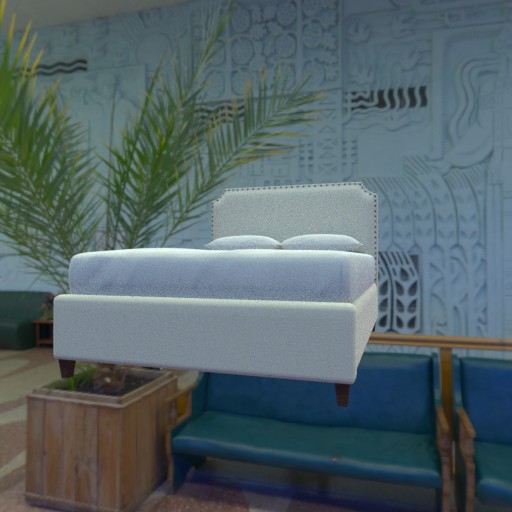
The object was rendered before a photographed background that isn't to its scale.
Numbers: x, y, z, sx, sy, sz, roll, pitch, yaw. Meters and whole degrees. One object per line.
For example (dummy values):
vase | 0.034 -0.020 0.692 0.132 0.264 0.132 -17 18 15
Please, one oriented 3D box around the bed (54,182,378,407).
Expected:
bed | 0.000 0.000 3.383 1.703 1.415 2.329 0 0 18
